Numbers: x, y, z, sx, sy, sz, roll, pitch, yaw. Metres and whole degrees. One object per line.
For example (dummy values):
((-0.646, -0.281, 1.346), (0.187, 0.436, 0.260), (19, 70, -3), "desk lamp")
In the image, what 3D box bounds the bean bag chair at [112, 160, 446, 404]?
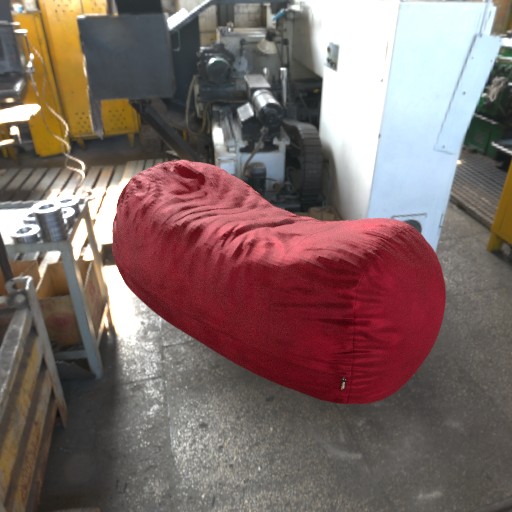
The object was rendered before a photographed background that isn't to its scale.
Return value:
((0.000, 0.000, 2.815), (2.293, 0.867, 1.216), (23, 38, 33), "bean bag chair")
